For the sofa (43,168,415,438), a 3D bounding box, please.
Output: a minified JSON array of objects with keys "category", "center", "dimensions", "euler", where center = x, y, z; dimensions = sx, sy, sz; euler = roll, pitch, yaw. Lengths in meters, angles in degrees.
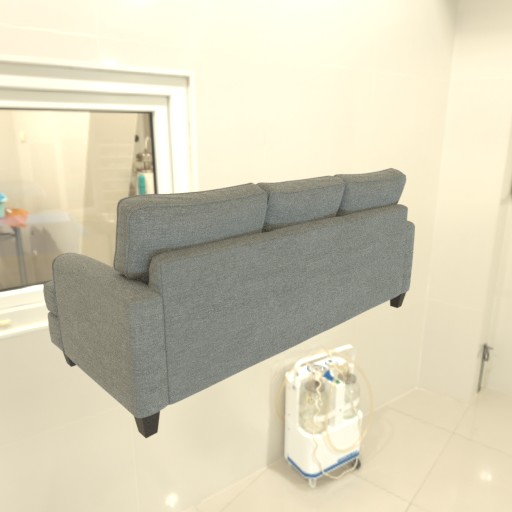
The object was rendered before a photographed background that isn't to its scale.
[{"category":"sofa","center":[0.000,0.000,2.638],"dimensions":[2.158,0.965,0.951],"euler":[-14,21,-42]}]
